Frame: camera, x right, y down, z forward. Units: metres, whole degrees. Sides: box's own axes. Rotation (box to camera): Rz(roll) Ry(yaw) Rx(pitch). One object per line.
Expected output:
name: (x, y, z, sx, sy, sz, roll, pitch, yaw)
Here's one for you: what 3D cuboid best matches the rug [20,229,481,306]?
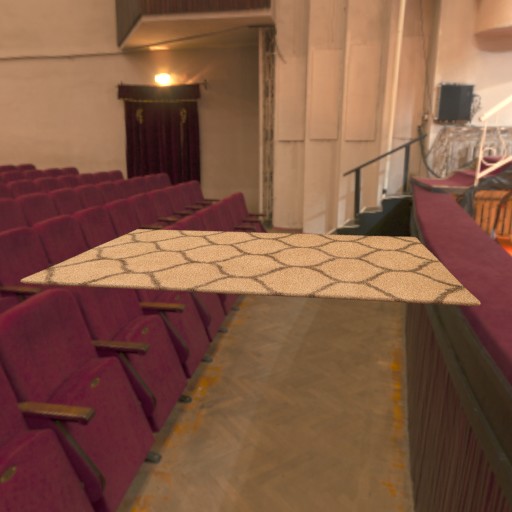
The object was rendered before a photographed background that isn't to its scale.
rug: (0.000, 0.000, 3.413, 2.701, 0.026, 1.801, 2, 14, 9)
